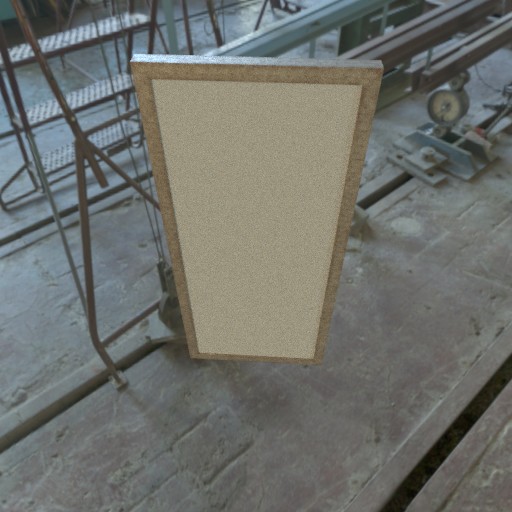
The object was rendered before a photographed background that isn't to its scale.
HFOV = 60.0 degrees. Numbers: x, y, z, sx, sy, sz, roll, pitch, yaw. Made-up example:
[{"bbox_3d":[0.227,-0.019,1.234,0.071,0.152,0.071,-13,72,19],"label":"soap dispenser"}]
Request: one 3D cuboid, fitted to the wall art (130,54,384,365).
[{"bbox_3d":[0.000,0.000,1.673,0.648,1.461,0.051,3,46,2],"label":"wall art"}]
